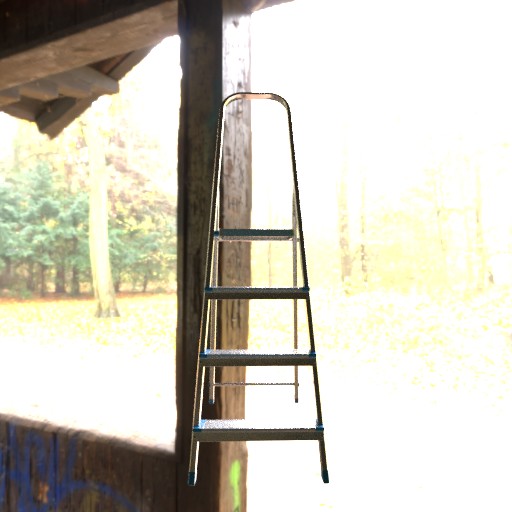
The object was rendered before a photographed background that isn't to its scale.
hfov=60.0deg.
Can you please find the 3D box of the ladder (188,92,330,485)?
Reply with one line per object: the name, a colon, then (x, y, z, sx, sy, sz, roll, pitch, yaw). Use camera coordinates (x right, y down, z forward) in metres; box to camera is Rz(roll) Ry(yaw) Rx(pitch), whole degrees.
ladder: (0.000, 0.000, 1.807, 0.445, 1.434, 0.842, 0, -1, -1)
